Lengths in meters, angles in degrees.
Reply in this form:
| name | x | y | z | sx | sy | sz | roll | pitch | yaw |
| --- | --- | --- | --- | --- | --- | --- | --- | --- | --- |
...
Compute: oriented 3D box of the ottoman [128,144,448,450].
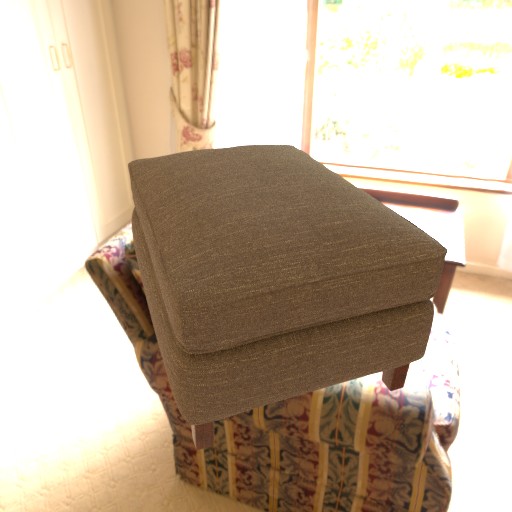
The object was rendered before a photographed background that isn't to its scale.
| name | x | y | z | sx | sy | sz | roll | pitch | yaw |
| --- | --- | --- | --- | --- | --- | --- | --- | --- | --- |
| ottoman | 0.000 | 0.000 | 1.008 | 0.508 | 0.406 | 0.686 | -10 | 32 | -17 |
